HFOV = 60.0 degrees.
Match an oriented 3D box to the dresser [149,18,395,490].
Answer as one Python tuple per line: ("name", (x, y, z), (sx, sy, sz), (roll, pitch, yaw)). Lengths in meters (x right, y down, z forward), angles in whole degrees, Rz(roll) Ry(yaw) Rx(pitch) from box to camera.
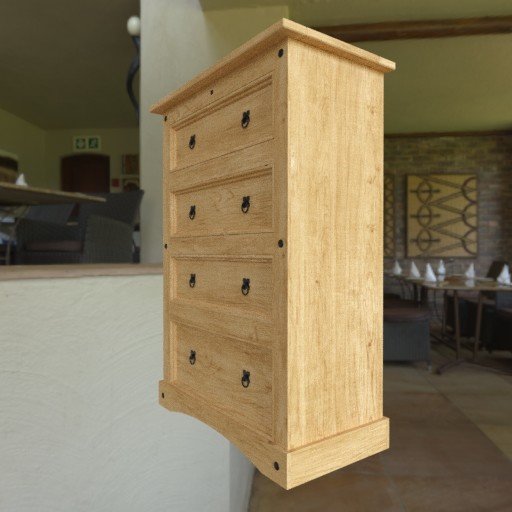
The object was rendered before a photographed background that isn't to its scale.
("dresser", (0.000, 0.000, 1.708), (0.485, 1.300, 0.915), (0, 1, -36))
